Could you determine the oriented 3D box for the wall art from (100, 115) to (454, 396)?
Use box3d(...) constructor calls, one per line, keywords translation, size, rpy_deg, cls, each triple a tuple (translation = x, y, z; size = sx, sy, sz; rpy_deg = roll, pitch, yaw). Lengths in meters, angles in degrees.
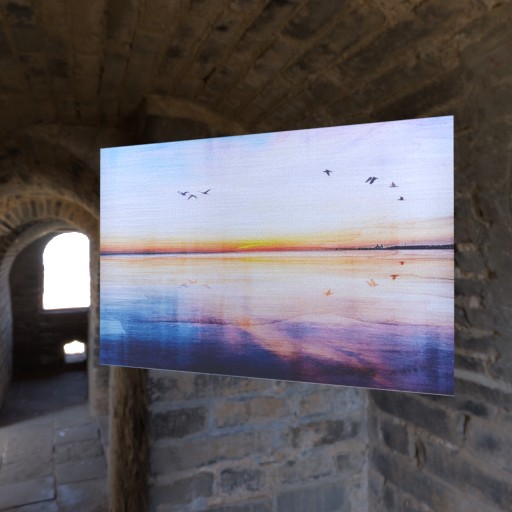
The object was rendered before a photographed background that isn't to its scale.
box3d(translation=(0.000, 0.000, 1.117), size=(0.911, 0.605, 0.037), rpy_deg=(0, 0, 19), cls="wall art")
